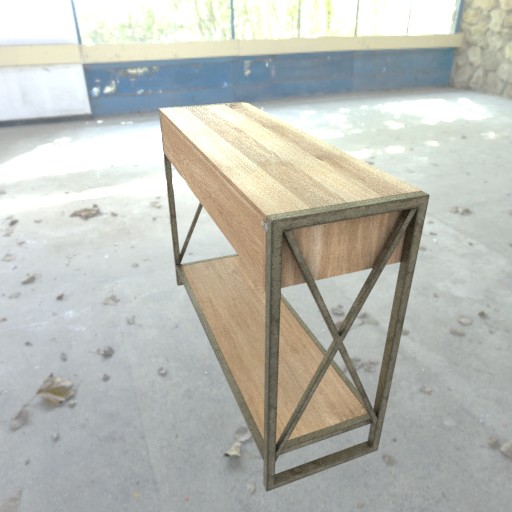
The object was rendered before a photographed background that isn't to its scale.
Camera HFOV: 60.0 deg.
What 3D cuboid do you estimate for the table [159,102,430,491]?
[{"bbox_3d":[0.000,0.000,1.437,0.361,0.763,1.059,-11,31,-18],"label":"table"}]
